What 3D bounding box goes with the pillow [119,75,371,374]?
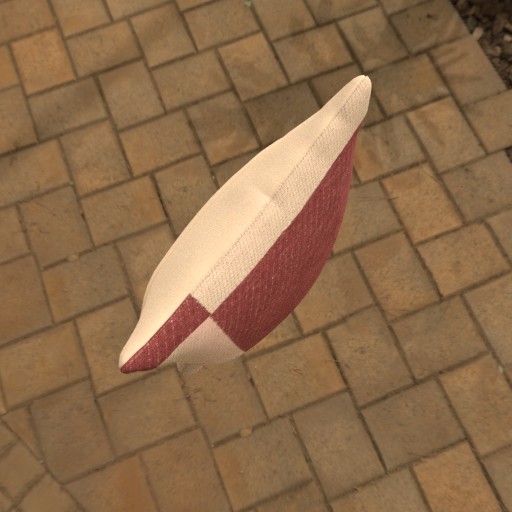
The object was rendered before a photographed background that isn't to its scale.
[{"bbox_3d":[0.000,0.000,0.808,0.229,0.506,0.536,38,79,9],"label":"pillow"}]
